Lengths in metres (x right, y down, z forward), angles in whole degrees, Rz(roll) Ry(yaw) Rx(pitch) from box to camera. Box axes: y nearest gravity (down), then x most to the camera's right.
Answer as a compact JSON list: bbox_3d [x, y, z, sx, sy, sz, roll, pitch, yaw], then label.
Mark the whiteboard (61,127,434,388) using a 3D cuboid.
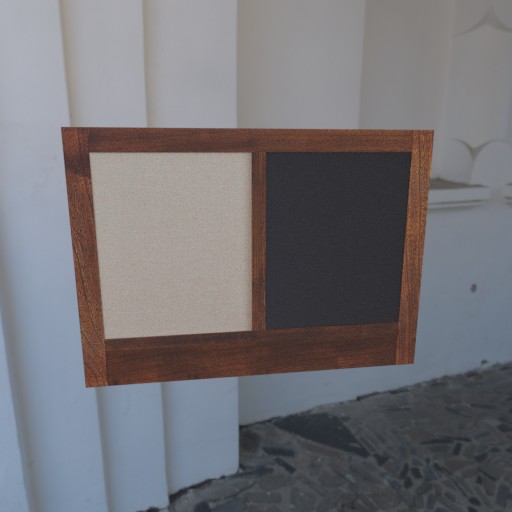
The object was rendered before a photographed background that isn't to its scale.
[{"bbox_3d":[0.000,0.000,1.007,0.768,0.553,0.083,-2,13,-8],"label":"whiteboard"}]
